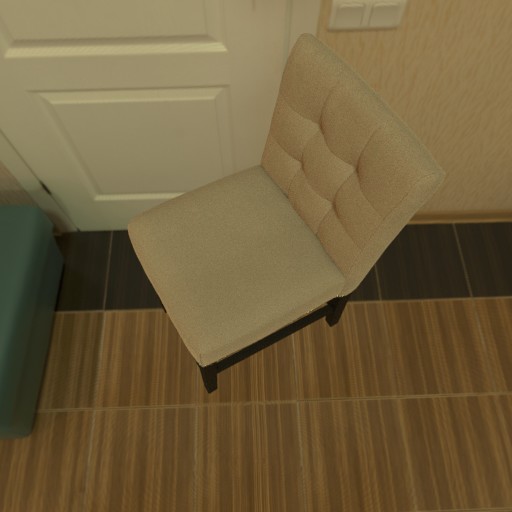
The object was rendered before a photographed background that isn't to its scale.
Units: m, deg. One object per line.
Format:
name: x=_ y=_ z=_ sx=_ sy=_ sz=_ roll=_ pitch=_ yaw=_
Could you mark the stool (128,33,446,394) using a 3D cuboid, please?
stool: x=0.000 y=0.000 z=1.177 sx=0.571 sy=0.885 sz=0.427 roll=-29 pitch=68 yaw=-13
